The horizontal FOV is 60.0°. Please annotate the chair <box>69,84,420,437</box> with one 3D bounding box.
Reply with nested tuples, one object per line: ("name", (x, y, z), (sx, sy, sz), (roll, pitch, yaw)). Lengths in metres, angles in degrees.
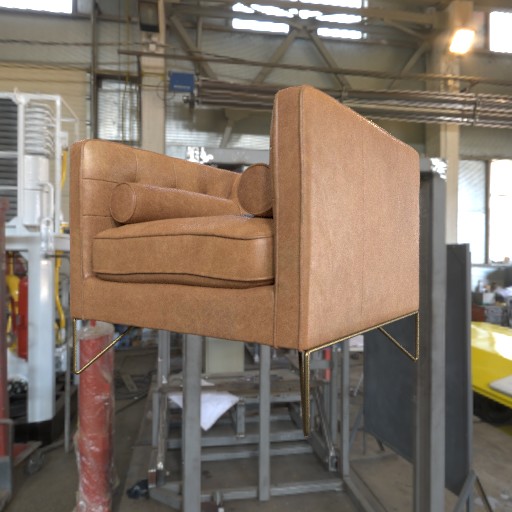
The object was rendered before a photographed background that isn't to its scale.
("chair", (0.000, 0.000, 1.577), (0.920, 0.797, 0.912), (0, 0, 35))
